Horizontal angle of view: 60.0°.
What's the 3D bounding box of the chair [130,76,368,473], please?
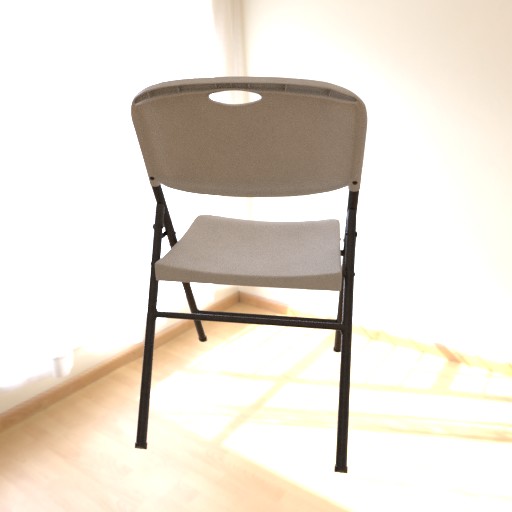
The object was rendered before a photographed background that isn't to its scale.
[{"bbox_3d":[0.000,0.000,1.134,0.494,0.810,0.566,3,18,9],"label":"chair"}]
